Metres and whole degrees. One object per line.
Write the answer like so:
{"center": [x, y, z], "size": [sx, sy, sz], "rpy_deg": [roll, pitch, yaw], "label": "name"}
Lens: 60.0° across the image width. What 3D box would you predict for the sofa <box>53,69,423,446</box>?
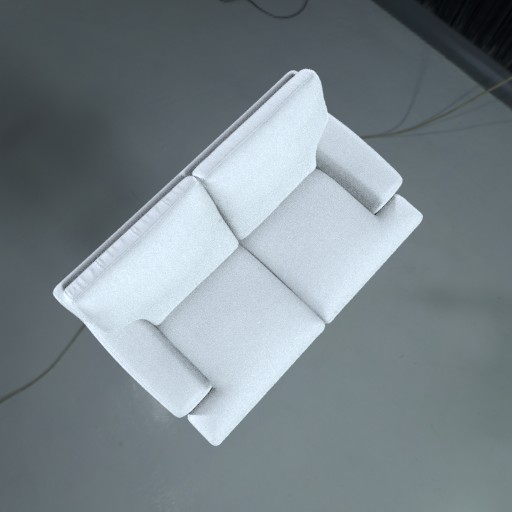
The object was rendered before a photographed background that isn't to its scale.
{"center": [0.000, 0.000, 2.575], "size": [1.143, 0.940, 1.880], "rpy_deg": [43, 79, 10], "label": "sofa"}
